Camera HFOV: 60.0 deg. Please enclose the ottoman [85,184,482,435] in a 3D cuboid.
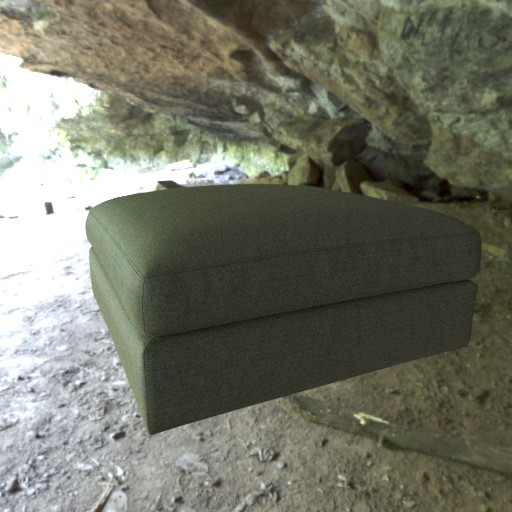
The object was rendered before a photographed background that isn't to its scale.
[{"bbox_3d":[0.000,0.000,1.568,1.041,0.470,1.041,-7,16,-25],"label":"ottoman"}]
